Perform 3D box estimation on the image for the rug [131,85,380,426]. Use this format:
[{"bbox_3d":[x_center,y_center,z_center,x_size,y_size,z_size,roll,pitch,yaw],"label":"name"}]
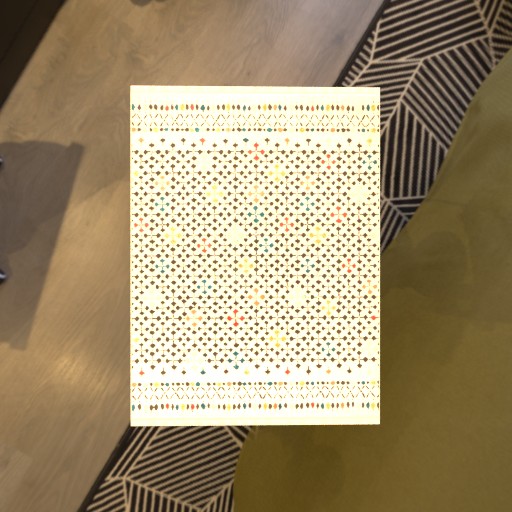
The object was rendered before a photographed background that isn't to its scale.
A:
[{"bbox_3d":[0.000,0.000,2.039,1.146,0.006,1.556,0,90,-1],"label":"rug"}]
